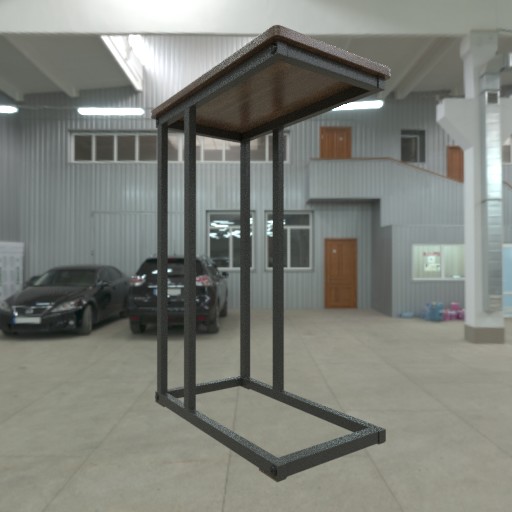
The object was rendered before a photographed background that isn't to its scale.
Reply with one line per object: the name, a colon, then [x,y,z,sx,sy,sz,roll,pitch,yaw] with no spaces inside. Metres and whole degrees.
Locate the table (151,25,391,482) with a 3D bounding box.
table: [0.000,0.000,0.865,0.254,0.637,0.450,0,-1,-35]
